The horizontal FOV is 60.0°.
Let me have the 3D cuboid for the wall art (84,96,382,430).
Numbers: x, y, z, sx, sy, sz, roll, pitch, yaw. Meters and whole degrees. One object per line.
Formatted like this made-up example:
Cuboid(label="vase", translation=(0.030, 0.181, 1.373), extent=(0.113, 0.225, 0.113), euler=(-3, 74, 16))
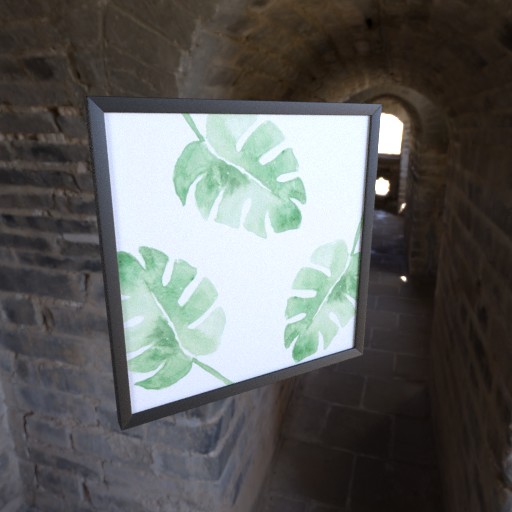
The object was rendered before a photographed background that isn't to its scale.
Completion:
Cuboid(label="wall art", translation=(0.000, 0.000, 1.157), extent=(0.765, 0.765, 0.038), euler=(-9, 19, -28))
